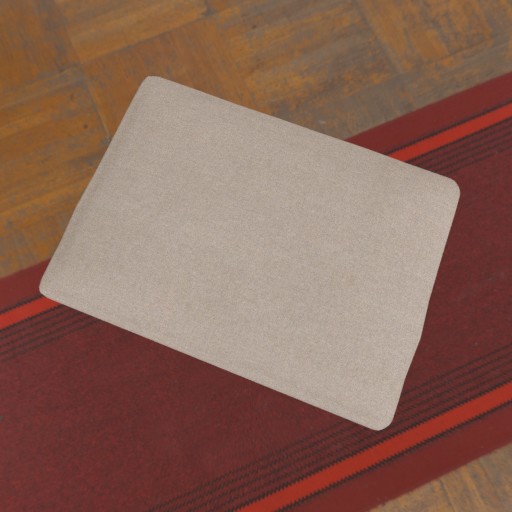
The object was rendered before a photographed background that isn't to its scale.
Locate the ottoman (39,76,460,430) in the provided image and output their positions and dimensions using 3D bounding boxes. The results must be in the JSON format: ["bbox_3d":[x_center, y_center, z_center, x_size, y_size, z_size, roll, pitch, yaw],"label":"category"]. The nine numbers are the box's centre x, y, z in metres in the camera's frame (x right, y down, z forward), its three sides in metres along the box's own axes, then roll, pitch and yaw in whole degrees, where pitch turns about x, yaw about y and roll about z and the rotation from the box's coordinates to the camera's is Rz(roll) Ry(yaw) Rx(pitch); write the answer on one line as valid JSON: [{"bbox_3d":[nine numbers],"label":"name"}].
[{"bbox_3d":[0.000,0.000,1.225,0.846,0.503,0.617,21,77,5],"label":"ottoman"}]
